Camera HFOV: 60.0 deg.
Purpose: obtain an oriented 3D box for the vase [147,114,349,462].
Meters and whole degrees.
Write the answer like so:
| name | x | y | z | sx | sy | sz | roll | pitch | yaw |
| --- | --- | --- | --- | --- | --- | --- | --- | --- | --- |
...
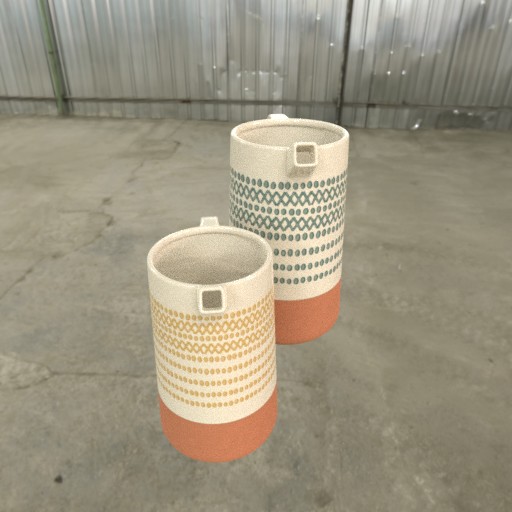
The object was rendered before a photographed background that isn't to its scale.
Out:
| name | x | y | z | sx | sy | sz | roll | pitch | yaw |
| --- | --- | --- | --- | --- | --- | --- | --- | --- | --- |
| vase | 0.000 | 0.000 | 0.466 | 0.168 | 0.247 | 0.326 | 19 | 35 | 29 |
